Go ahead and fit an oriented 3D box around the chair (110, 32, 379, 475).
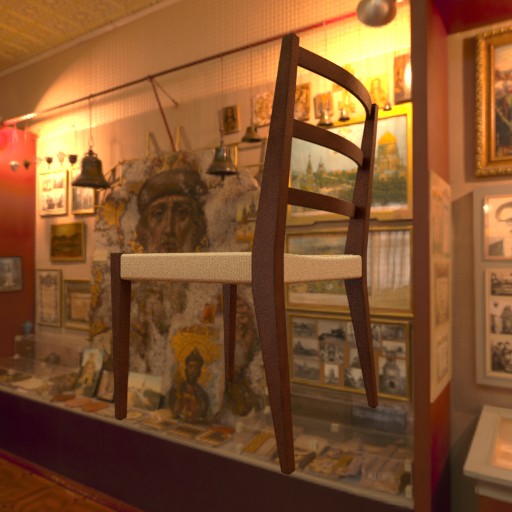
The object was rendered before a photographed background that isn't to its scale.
[{"bbox_3d":[0.000,0.000,1.137,0.551,0.813,0.480,-1,-1,35],"label":"chair"}]
